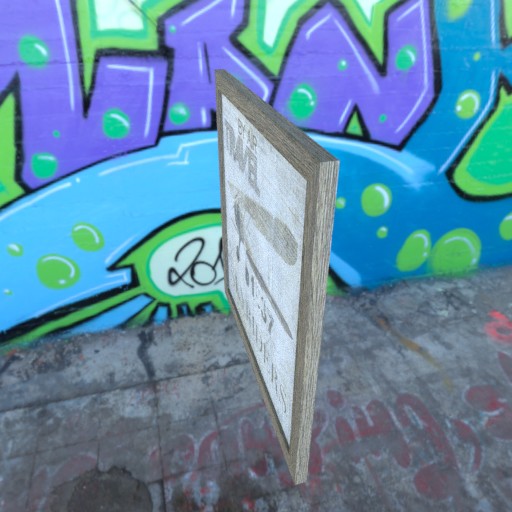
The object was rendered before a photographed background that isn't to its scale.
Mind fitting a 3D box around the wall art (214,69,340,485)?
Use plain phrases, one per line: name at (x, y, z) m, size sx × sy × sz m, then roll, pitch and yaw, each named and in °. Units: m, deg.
wall art at (0.000, 0.000, 0.746) m, size 0.019 × 0.508 × 0.508 m, roll -8°, pitch 33°, yaw -13°
